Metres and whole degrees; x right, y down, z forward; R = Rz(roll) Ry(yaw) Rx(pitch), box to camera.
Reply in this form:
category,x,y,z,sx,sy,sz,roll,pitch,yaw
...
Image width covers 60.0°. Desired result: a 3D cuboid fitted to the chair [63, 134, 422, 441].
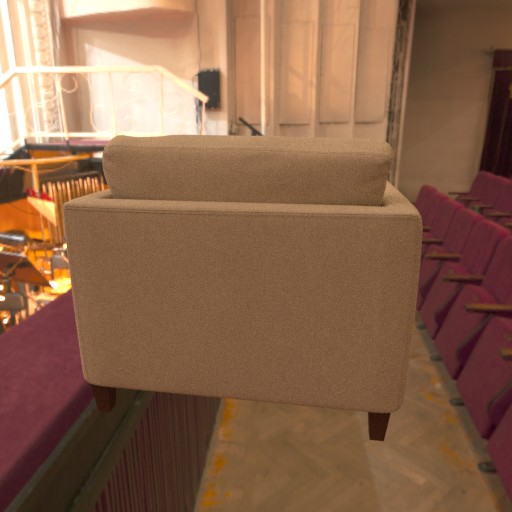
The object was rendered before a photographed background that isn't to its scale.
category,x,y,z,sx,sy,sz,roll,pitch,yaw
chair,0.000,0.000,1.800,1.107,0.961,0.959,3,17,9
